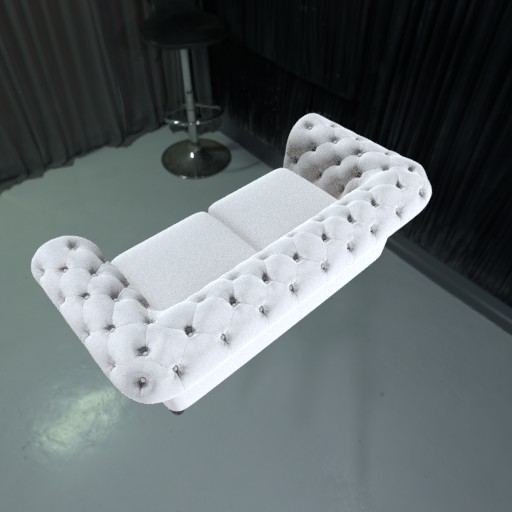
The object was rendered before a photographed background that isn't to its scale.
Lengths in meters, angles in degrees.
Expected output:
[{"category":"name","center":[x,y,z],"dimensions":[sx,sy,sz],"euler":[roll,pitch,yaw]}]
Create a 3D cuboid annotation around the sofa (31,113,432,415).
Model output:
[{"category":"sofa","center":[0.000,0.000,2.461],"dimensions":[1.998,0.764,0.986],"euler":[-33,55,-27]}]
